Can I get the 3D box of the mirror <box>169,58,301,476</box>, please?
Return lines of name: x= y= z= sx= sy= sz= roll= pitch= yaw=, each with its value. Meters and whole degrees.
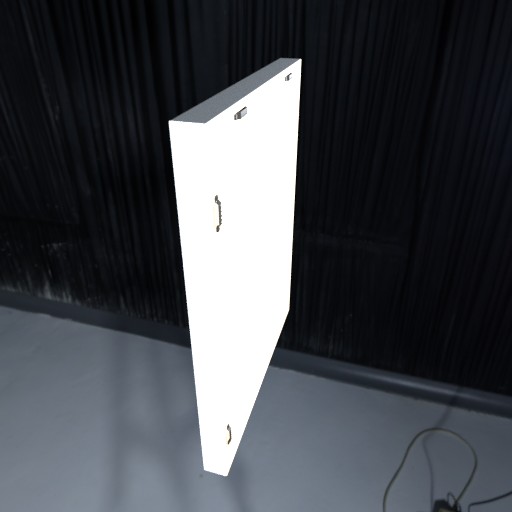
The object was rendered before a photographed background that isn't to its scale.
mirror: x=0.000 y=0.000 z=0.682 sx=0.041 sy=0.509 sz=0.406 roll=9 pitch=33 yaw=14
